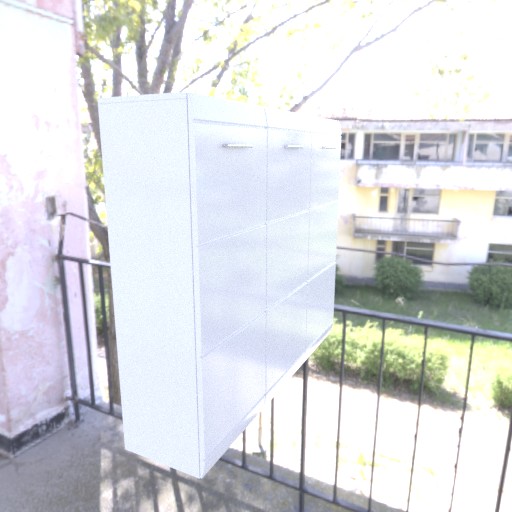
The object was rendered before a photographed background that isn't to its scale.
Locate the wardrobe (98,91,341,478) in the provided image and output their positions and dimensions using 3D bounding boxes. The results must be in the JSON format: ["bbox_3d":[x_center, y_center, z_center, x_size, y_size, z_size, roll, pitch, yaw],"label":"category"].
[{"bbox_3d":[0.000,0.000,1.942,0.360,1.200,1.340,7,15,26],"label":"wardrobe"}]
